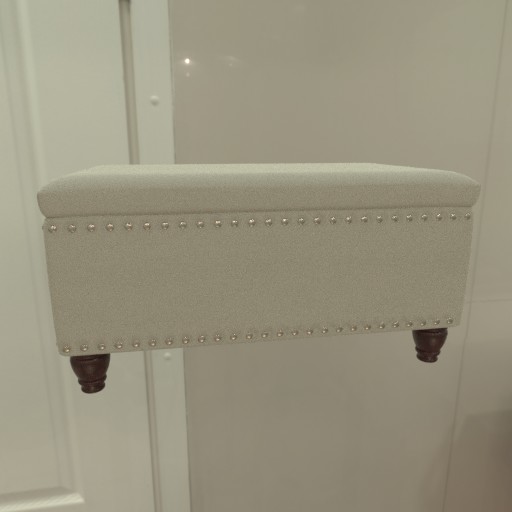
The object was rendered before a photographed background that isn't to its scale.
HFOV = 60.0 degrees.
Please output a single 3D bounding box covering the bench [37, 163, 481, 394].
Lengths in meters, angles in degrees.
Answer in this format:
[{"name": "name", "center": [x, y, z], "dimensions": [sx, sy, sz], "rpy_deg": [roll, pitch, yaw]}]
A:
[{"name": "bench", "center": [0.000, 0.000, 1.143], "dimensions": [0.887, 0.449, 0.500], "rpy_deg": [-2, 14, -10]}]
